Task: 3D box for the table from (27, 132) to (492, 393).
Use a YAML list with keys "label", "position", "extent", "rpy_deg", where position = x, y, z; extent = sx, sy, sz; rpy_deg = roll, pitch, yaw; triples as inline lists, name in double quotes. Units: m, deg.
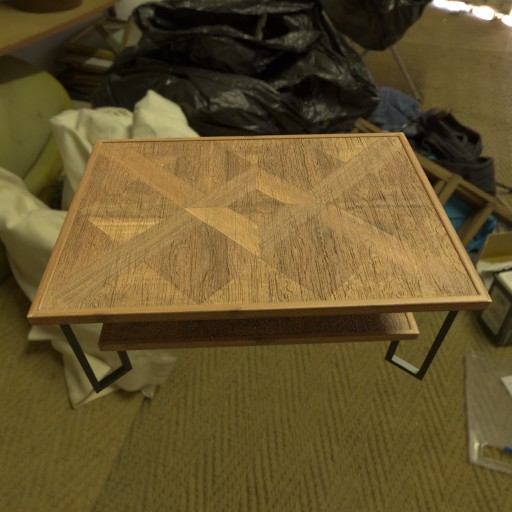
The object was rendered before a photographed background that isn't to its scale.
- label: "table"
  position: [0.000, 0.000, 1.654]
  extent: [1.238, 0.492, 0.877]
  rpy_deg: [-2, 46, -2]
